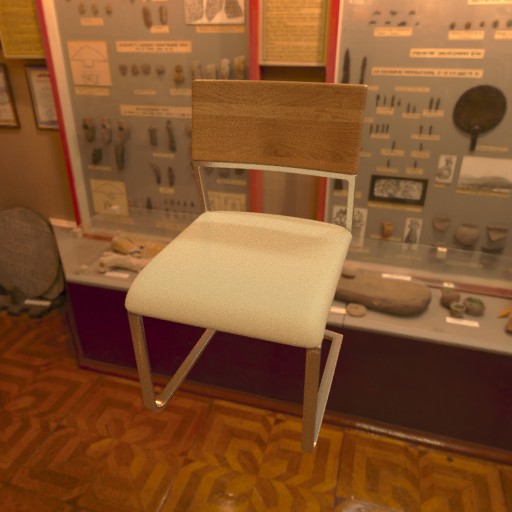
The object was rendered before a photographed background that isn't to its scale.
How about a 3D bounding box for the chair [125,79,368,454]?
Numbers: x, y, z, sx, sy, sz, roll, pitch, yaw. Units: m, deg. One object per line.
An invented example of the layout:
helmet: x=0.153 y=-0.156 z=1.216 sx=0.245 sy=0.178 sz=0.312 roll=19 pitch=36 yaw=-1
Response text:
chair: x=0.000 y=0.000 z=1.192 sx=0.467 sy=0.844 sz=0.585 roll=8 pitch=28 yaw=16
